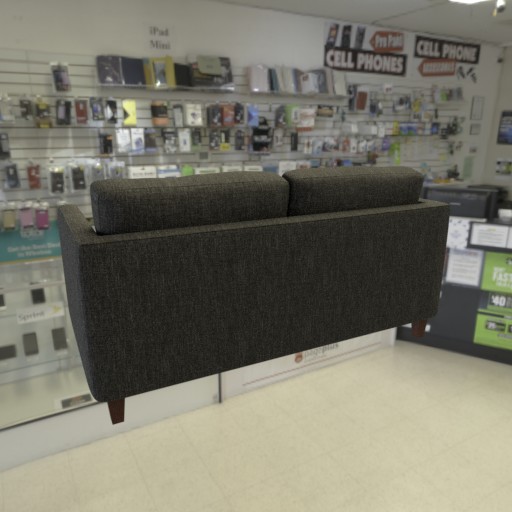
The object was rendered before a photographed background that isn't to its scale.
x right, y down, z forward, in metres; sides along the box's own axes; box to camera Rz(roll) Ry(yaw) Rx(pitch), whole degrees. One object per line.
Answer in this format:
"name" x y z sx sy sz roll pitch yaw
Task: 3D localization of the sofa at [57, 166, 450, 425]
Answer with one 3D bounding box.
"sofa" 0.000 0.000 2.397 1.884 0.963 0.950 -8 18 -26
